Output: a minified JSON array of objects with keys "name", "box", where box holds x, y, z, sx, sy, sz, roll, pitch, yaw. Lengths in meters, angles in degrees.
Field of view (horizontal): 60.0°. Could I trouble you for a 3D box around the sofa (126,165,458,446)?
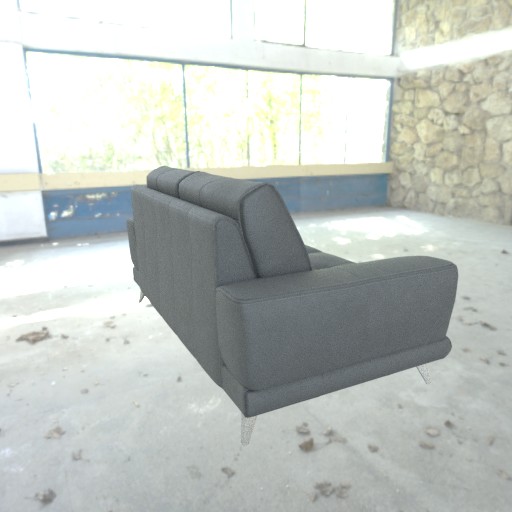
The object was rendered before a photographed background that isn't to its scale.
[{"name":"sofa","box":[0.000,0.000,2.366,1.018,0.907,1.806,-7,16,-26]}]
